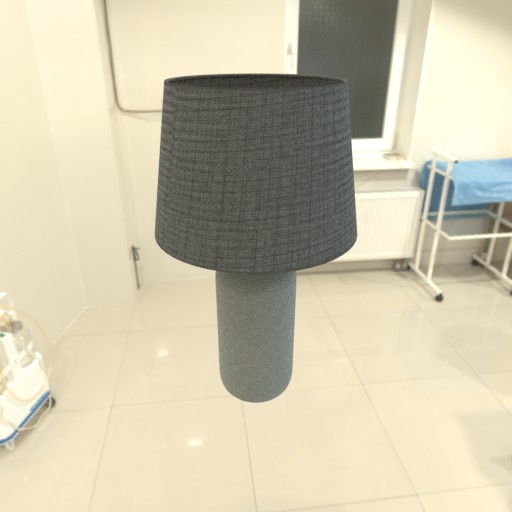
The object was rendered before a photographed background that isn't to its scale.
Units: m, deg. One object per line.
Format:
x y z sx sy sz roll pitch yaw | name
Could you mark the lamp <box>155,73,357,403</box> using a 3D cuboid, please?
0.000 0.000 0.578 0.251 0.429 0.251 0 26 0 | lamp
